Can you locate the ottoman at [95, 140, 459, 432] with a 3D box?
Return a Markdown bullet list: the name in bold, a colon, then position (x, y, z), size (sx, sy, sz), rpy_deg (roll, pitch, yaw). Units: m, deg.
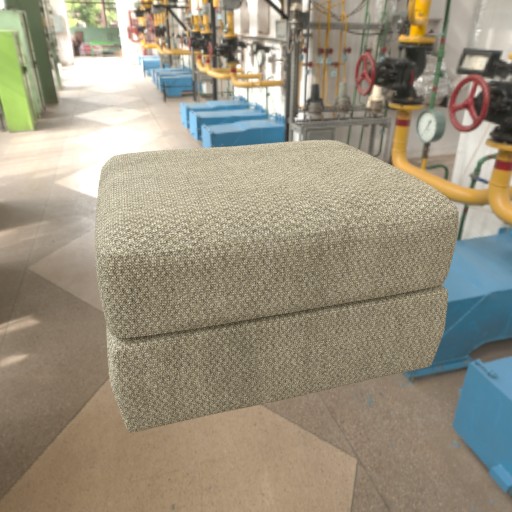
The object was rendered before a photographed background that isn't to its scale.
- **ottoman**: position (0.000, 0.000, 1.127), size (0.751, 0.476, 0.603), rpy_deg (-8, 28, -15)
